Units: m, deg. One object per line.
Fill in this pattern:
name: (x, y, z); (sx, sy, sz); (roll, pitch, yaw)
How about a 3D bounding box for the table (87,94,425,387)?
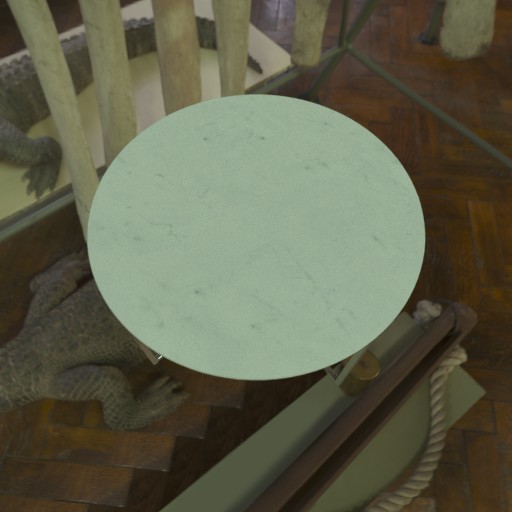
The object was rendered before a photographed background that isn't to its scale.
table: (0.000, 0.000, 1.262); (0.800, 0.450, 0.800); (0, 61, 0)
